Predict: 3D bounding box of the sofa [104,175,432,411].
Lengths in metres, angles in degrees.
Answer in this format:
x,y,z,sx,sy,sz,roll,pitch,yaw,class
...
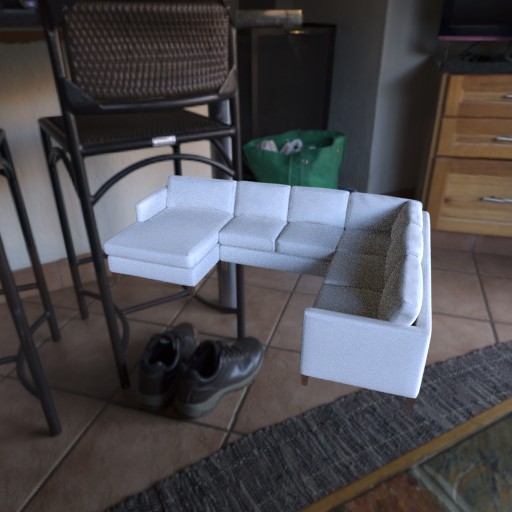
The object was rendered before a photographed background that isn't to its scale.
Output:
x,y,z,sx,sy,sz,roll,pitch,yaw,class
0.000,0.000,4.742,3.459,0.956,2.593,9,28,17,sofa
